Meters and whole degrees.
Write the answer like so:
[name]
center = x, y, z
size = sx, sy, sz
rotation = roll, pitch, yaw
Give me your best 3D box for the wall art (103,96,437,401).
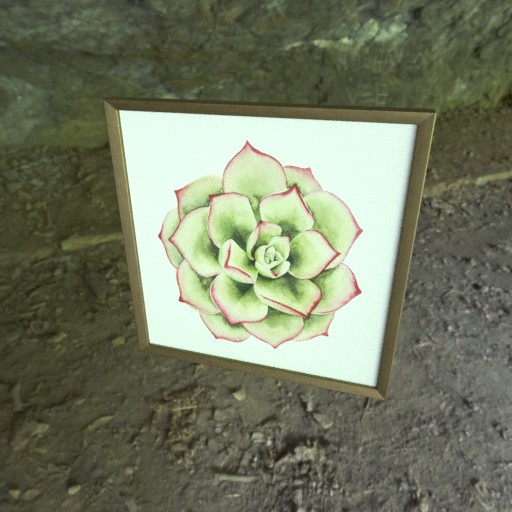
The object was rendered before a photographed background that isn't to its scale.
[wall art]
center = 0.000, 0.000, 0.771
size = 0.503, 0.506, 0.031
rotation = 7, 27, 15
